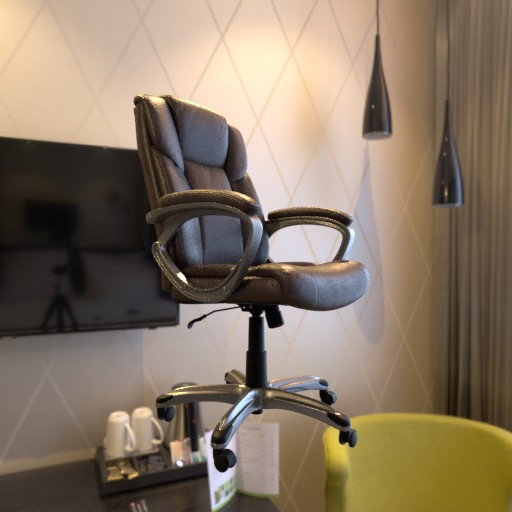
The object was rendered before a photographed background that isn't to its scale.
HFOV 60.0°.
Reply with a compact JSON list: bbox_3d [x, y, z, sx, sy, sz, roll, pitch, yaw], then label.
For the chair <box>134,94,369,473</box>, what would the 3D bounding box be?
[{"bbox_3d":[0.000,0.000,1.487,0.692,1.128,0.656,0,1,36],"label":"chair"}]
